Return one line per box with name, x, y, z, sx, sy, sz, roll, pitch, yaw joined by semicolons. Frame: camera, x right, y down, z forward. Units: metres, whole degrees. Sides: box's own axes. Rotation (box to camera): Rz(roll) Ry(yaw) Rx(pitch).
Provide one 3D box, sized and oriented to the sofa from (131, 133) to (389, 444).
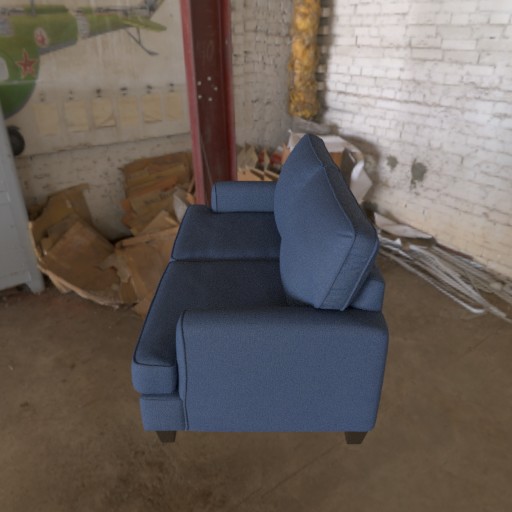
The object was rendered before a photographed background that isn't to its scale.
sofa;0.000;0.000;2.302;0.965;0.965;1.651;0;27;0
